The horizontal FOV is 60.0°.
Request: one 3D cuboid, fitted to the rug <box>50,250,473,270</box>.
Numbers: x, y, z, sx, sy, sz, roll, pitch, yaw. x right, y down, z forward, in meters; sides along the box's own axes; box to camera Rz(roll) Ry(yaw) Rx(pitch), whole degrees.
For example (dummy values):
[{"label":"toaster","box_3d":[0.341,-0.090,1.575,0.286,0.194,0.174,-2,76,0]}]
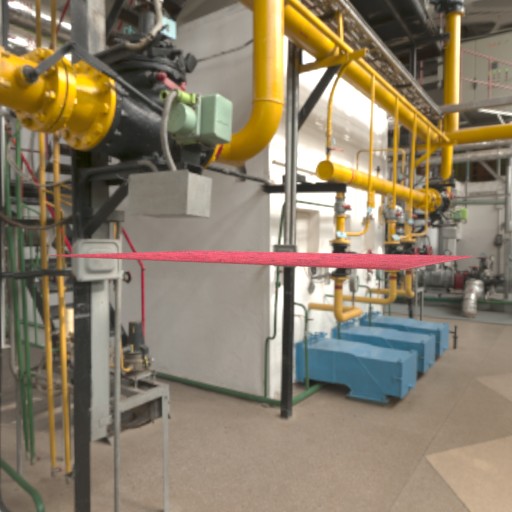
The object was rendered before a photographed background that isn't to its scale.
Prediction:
[{"label":"rug","box_3d":[0.000,0.000,2.999,2.423,0.010,1.534,2,3,35]}]
